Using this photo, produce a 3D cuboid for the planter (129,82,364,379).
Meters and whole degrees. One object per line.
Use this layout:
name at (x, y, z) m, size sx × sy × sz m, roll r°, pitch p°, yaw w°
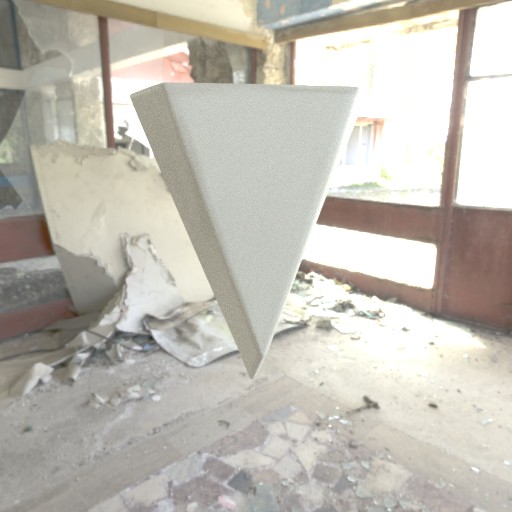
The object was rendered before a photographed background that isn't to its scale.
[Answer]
planter at (0.000, 0.000, 0.281) m, size 0.150 × 0.197 × 0.060 m, roll -2°, pitch 14°, yaw -8°
